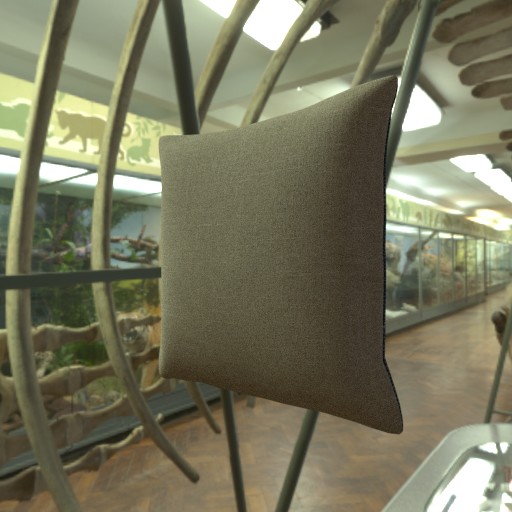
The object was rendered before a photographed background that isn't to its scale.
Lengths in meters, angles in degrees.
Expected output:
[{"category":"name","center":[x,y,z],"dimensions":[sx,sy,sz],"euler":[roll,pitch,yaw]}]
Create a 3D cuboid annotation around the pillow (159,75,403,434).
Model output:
[{"category":"pillow","center":[0.000,0.000,0.659],"dimensions":[0.435,0.428,0.148],"euler":[0,-1,38]}]
